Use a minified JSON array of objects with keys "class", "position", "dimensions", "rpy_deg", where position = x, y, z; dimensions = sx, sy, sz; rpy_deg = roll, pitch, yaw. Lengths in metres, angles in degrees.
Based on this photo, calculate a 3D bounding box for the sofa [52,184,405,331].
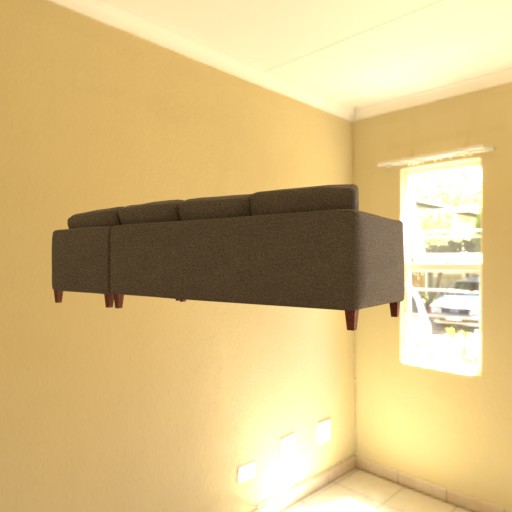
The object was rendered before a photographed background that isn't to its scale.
[{"class":"sofa","position":[0.000,0.000,4.573],"dimensions":[3.302,0.947,2.593],"rpy_deg":[-1,-1,35]}]
